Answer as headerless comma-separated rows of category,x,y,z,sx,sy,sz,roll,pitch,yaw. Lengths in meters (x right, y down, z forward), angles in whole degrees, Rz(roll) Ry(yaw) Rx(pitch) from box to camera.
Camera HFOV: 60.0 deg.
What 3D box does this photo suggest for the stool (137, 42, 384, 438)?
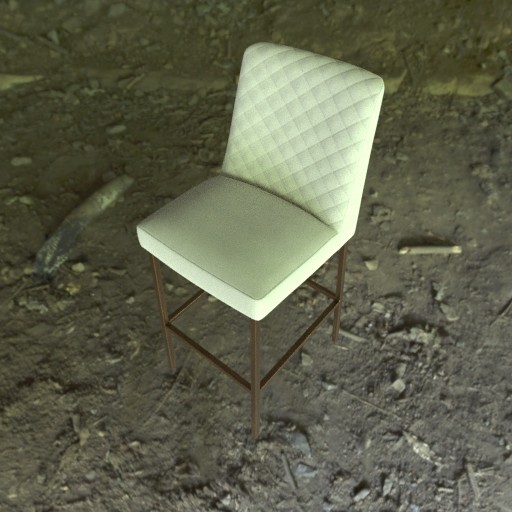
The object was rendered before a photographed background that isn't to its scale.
stool,0.000,0.000,1.389,0.462,1.084,0.546,30,52,27
